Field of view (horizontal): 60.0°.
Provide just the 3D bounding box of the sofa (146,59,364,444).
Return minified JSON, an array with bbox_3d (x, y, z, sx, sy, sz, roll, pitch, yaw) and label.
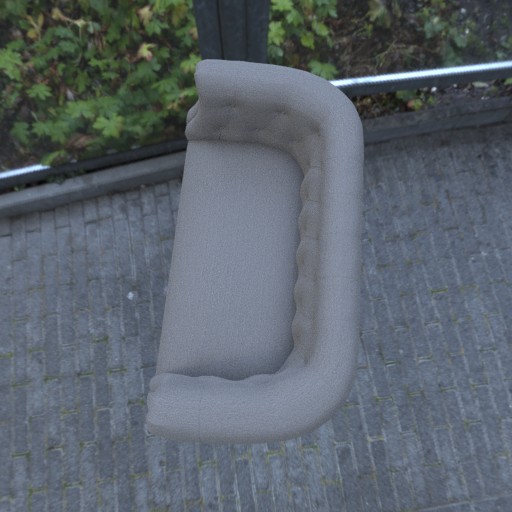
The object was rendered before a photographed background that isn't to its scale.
[{"bbox_3d":[0.000,0.000,2.063,0.835,0.827,1.558,5,75,1],"label":"sofa"}]
